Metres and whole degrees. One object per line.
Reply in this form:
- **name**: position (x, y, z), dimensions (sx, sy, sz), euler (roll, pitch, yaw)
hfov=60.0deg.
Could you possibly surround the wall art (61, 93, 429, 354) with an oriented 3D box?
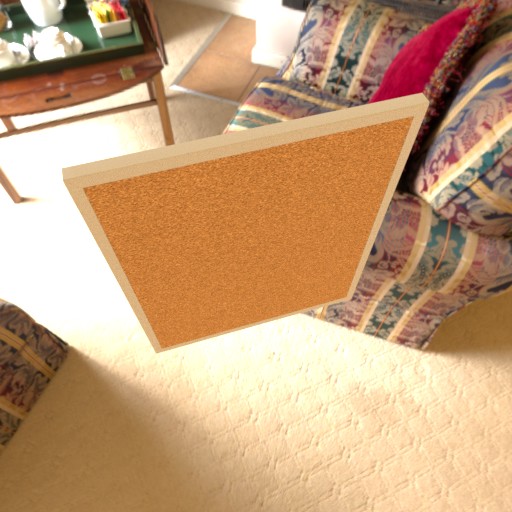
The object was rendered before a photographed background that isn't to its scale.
- **wall art**: position (0.000, 0.000, 0.745), dimensions (0.444, 0.536, 0.020), euler (-14, 59, -9)
